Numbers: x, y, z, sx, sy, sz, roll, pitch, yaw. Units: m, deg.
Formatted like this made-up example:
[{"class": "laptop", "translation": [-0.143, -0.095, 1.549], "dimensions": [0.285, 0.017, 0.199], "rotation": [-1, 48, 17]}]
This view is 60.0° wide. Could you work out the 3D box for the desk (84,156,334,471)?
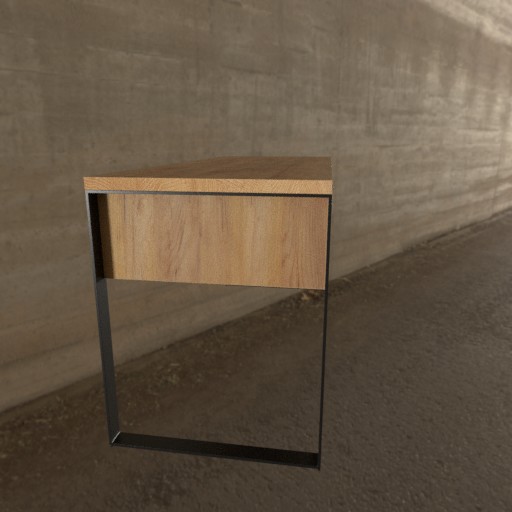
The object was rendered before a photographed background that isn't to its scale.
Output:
[{"class": "desk", "translation": [0.000, 0.000, 1.847], "dimensions": [0.600, 0.760, 1.520], "rotation": [2, 15, 9]}]
